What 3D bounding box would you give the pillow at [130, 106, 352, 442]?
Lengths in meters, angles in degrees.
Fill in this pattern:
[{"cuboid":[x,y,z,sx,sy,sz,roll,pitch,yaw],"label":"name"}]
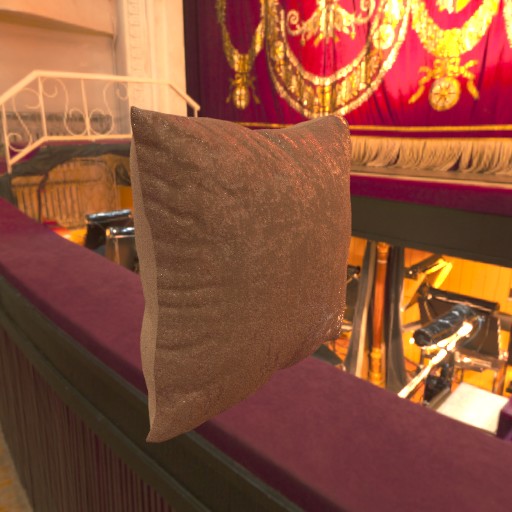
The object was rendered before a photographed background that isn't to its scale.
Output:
[{"cuboid":[0.000,0.000,0.717,0.245,0.448,0.450,14,21,42],"label":"pillow"}]
